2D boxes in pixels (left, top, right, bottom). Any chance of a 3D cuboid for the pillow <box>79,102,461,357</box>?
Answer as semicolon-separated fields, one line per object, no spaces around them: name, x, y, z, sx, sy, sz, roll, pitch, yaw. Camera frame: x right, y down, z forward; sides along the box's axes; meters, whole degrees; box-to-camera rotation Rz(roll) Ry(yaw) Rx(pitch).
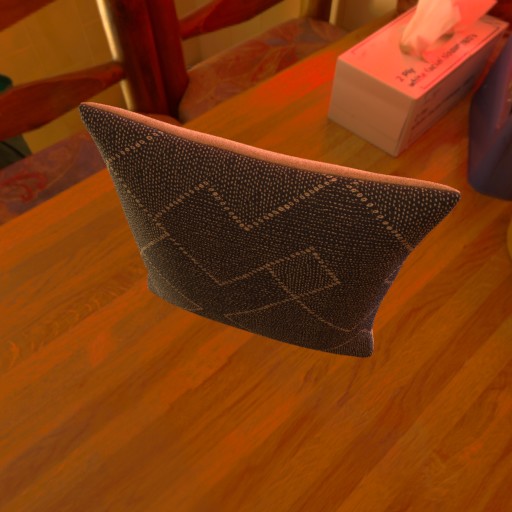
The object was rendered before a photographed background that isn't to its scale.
pillow;0.000;0.000;0.649;0.435;0.428;0.148;16;58;10
